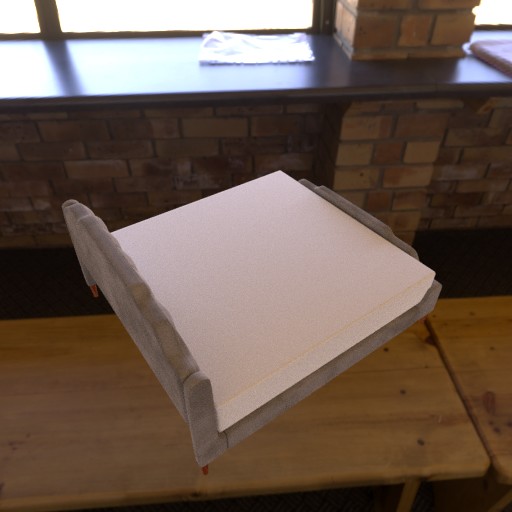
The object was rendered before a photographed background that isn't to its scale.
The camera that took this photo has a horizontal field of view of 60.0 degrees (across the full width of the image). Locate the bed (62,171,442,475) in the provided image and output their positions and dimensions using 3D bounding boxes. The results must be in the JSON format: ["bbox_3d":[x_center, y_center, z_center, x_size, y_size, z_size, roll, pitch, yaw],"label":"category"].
[{"bbox_3d":[0.000,0.000,3.640,2.340,1.245,2.074,-25,46,-26],"label":"bed"}]
